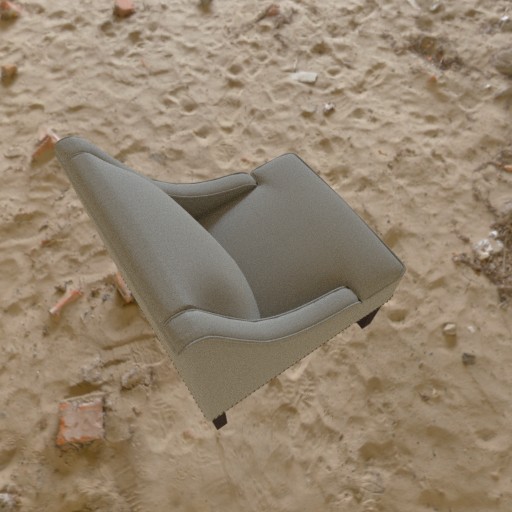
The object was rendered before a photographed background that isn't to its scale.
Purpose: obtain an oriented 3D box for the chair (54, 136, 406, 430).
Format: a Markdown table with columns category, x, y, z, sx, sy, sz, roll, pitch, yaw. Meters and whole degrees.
| category | x | y | z | sx | sy | sz | roll | pitch | yaw |
| --- | --- | --- | --- | --- | --- | --- | --- | --- | --- |
| chair | 0.000 | 0.000 | 1.352 | 0.737 | 0.864 | 0.610 | -30 | 64 | -17 |
